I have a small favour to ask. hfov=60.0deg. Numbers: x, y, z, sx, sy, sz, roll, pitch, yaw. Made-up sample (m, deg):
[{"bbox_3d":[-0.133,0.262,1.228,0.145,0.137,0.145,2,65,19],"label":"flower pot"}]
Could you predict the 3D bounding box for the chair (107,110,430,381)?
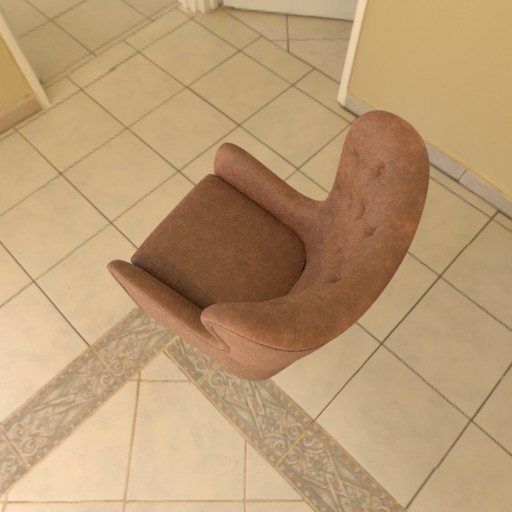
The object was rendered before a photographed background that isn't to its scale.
[{"bbox_3d":[0.000,0.000,1.706,0.930,1.079,0.831,32,67,15],"label":"chair"}]
